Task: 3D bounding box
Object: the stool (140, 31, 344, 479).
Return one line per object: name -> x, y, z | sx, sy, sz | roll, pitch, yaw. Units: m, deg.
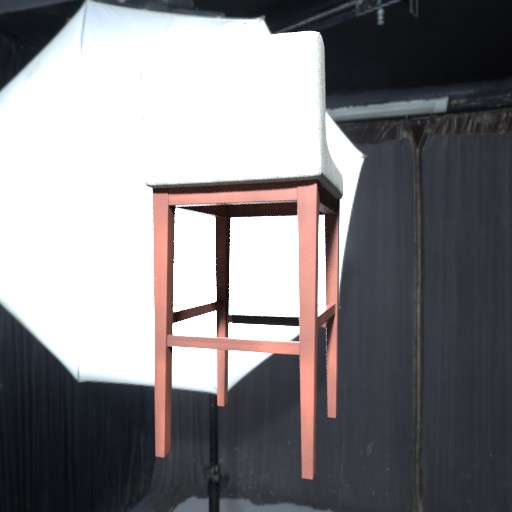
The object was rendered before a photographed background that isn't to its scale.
stool -> 0.000, 0.000, 1.202 | 0.426, 0.965, 0.499 | 0, -1, 17
